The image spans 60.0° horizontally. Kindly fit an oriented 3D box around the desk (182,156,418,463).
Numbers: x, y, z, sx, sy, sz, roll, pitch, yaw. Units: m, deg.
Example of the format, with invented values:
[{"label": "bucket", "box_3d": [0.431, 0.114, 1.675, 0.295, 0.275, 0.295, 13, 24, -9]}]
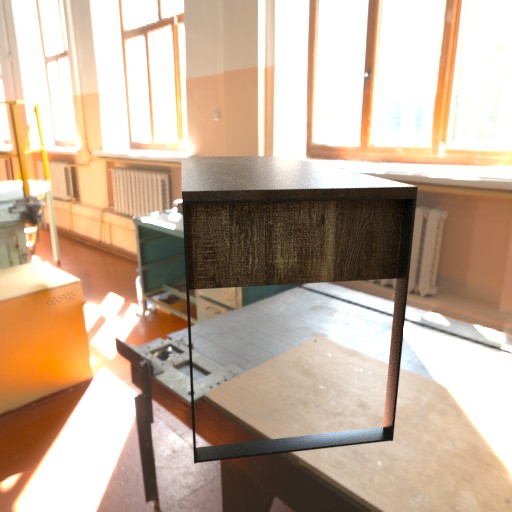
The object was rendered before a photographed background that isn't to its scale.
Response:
[{"label": "desk", "box_3d": [0.000, 0.000, 1.911, 0.599, 0.762, 1.524, -2, 16, -9]}]
